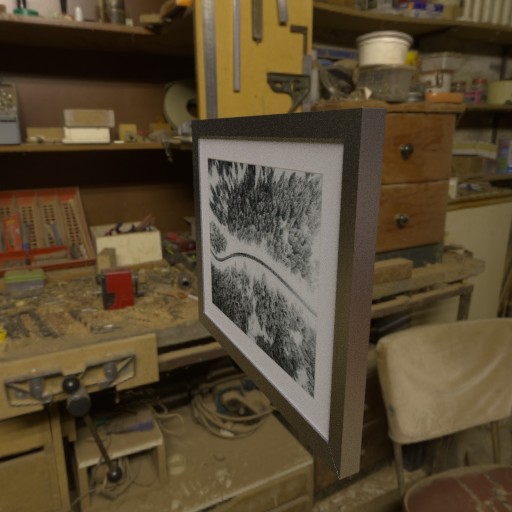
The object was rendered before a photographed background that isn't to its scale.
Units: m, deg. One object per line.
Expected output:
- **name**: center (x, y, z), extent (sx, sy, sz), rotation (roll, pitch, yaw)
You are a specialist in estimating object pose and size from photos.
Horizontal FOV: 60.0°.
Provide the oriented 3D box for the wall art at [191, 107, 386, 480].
- **wall art**: center (0.000, 0.000, 0.758), extent (0.032, 0.456, 0.557), rotation (-7, 17, -25)
